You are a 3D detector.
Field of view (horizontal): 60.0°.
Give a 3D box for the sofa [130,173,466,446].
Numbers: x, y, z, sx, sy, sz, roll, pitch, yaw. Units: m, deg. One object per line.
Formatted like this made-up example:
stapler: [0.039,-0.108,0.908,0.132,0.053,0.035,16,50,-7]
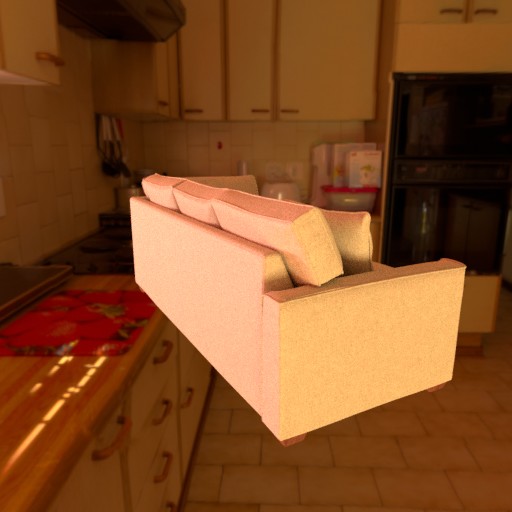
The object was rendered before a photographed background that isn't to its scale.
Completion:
sofa: [0.000,0.000,2.825,1.061,0.962,2.317,-8,16,-28]
